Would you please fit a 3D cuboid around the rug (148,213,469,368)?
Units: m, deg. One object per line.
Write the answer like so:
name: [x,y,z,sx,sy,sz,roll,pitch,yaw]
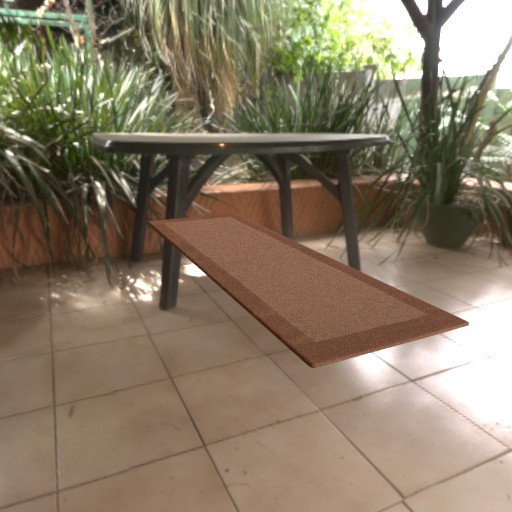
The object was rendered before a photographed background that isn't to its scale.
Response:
rug: [0.000,0.000,2.693,0.764,0.017,2.439,-8,19,-25]
